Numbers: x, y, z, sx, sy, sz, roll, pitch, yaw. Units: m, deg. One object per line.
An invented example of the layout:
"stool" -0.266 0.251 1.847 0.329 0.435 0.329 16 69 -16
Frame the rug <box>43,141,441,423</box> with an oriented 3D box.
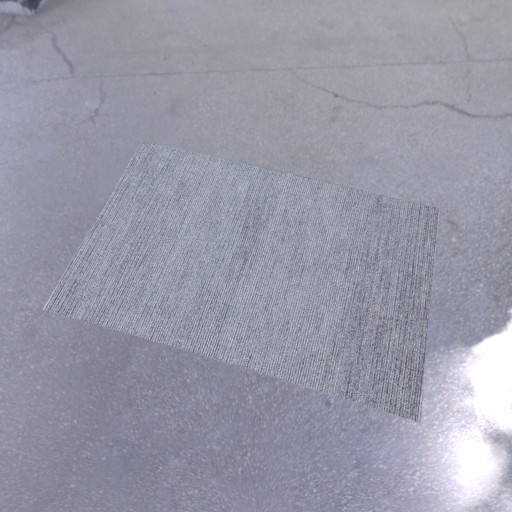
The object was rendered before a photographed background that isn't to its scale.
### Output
"rug" 0.000 0.000 2.266 1.789 0.021 1.159 15 61 8
